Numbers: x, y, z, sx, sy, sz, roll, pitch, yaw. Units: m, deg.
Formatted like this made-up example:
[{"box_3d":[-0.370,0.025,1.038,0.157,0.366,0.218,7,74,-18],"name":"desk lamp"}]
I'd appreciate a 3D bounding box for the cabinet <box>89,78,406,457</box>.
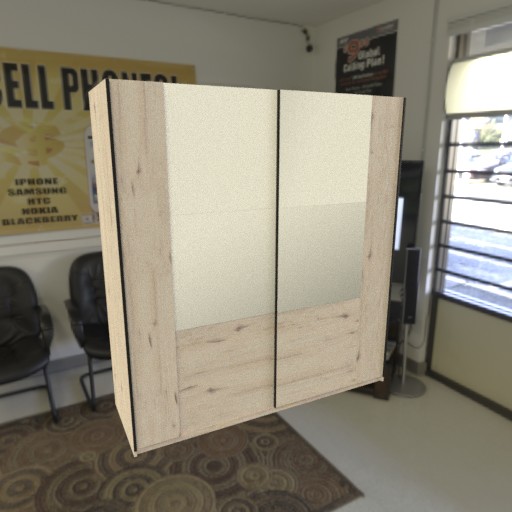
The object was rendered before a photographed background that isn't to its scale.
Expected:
[{"box_3d":[0.000,0.000,3.175,2.000,2.180,0.660,-7,16,-26],"name":"cabinet"}]
